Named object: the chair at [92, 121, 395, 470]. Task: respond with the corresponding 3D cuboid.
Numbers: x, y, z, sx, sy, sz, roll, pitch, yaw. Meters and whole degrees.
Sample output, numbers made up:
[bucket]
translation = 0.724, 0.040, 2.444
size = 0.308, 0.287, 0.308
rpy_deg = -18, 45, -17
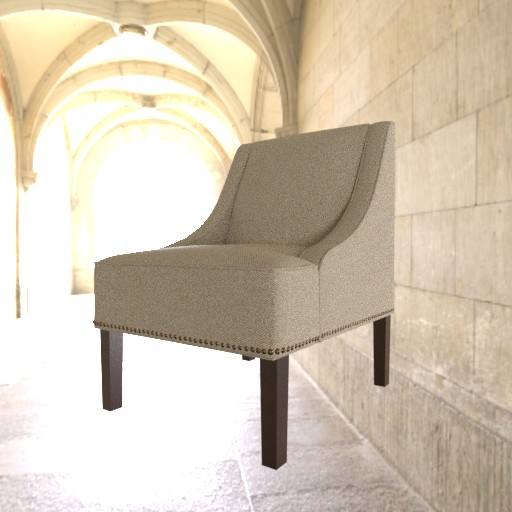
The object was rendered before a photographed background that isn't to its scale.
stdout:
[chair]
translation = 0.000, 0.000, 1.350
size = 0.628, 0.872, 0.748
rpy_deg = 1, 2, 35
